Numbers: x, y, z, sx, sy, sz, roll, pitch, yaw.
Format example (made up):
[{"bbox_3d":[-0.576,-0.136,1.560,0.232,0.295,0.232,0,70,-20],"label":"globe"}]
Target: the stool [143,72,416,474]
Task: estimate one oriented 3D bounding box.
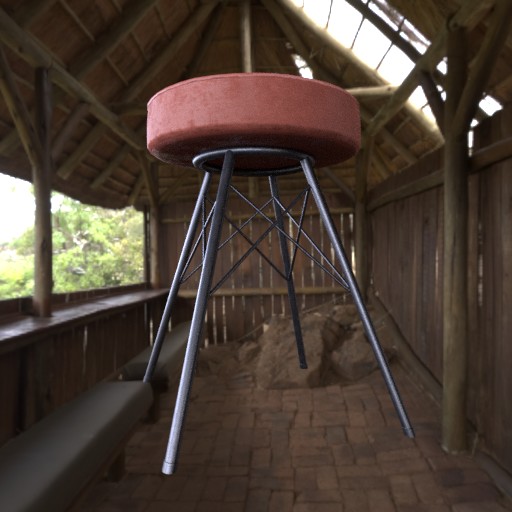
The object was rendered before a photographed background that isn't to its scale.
[{"bbox_3d":[0.000,0.000,0.883,0.421,0.593,0.457,0,1,-18],"label":"stool"}]
